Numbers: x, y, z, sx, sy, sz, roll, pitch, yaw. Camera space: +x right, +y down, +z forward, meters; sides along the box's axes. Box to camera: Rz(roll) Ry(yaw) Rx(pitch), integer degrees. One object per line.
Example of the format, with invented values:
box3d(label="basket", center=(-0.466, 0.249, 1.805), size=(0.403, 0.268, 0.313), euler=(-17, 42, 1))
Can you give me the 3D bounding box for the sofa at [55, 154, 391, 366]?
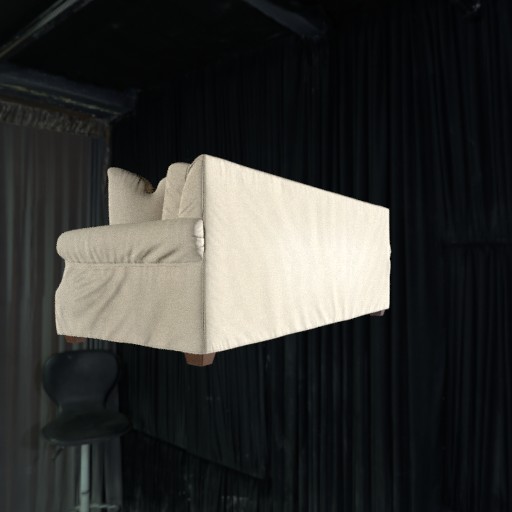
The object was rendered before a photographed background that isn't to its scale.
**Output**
box3d(label="sofa", center=(0.000, 0.000, 2.870), size=(1.067, 0.904, 2.285), euler=(-1, -1, 35))
